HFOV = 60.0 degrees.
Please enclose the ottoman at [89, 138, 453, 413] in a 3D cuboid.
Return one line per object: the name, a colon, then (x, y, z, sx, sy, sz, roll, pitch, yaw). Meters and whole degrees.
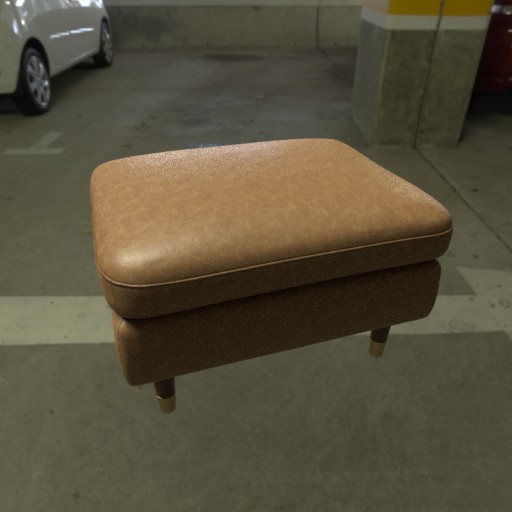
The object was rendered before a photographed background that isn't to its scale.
ottoman: (0.000, 0.000, 1.138, 0.747, 0.478, 0.593, -10, 34, -16)
